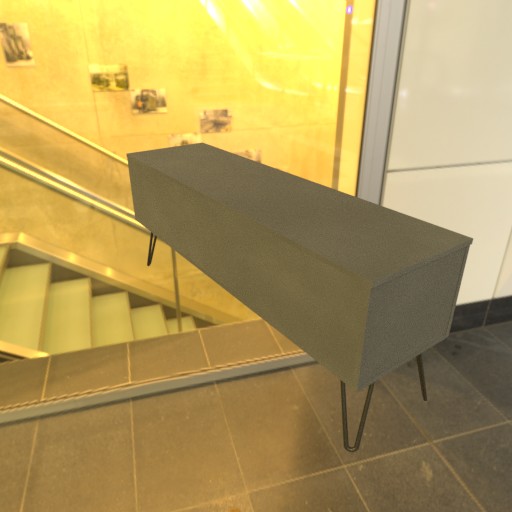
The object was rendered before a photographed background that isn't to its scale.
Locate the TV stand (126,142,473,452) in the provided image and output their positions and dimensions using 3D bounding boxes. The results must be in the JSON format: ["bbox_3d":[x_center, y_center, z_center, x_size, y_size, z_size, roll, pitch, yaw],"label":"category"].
[{"bbox_3d":[0.000,0.000,1.678,0.400,0.560,1.400,-18,32,-32],"label":"TV stand"}]
